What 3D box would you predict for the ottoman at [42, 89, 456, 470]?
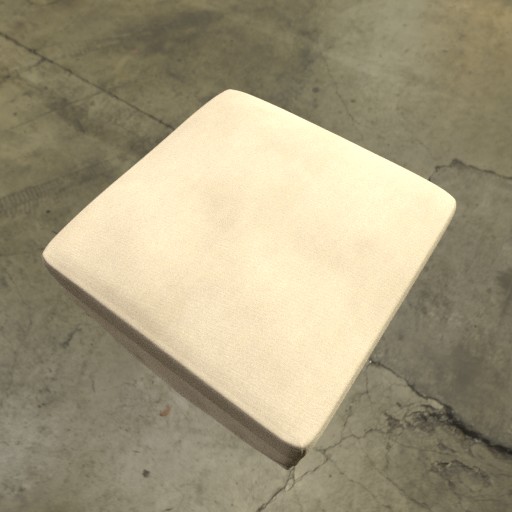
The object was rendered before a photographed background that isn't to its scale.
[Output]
[{"bbox_3d":[0.000,0.000,1.326,0.843,0.441,0.842,32,64,18],"label":"ottoman"}]
